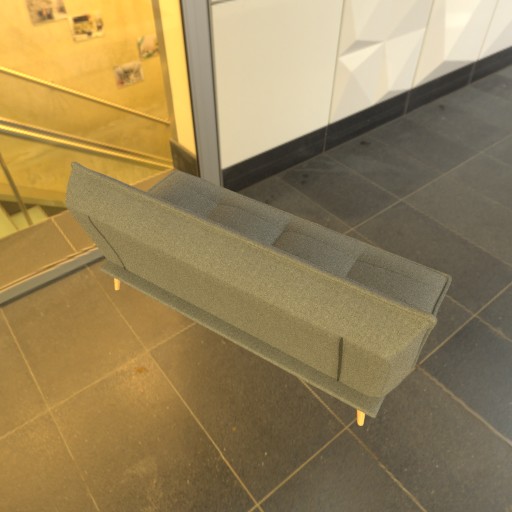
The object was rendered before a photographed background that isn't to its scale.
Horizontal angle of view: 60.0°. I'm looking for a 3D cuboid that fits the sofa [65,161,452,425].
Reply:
[{"bbox_3d":[0.000,0.000,2.461,1.940,0.890,0.950,24,50,22],"label":"sofa"}]
